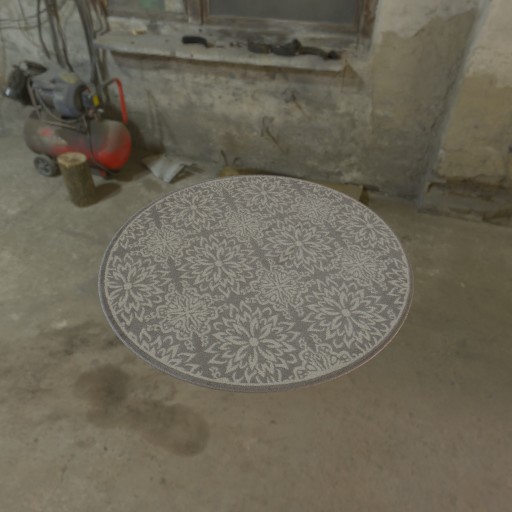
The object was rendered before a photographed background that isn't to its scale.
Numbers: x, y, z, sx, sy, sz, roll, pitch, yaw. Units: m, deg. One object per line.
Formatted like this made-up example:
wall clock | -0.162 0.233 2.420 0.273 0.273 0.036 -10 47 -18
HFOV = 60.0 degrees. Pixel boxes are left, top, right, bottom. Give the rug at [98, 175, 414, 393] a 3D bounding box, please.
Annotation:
rug | 0.000 0.000 2.314 1.593 0.012 1.593 0 42 0
